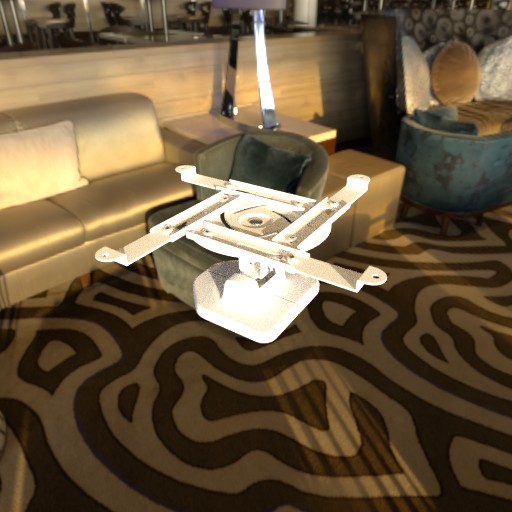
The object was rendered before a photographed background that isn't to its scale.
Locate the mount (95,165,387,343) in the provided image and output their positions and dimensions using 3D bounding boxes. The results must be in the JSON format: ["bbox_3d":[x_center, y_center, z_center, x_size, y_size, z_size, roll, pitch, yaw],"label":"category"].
[{"bbox_3d":[0.000,0.000,0.611,0.394,0.141,0.394,18,35,28],"label":"mount"}]
